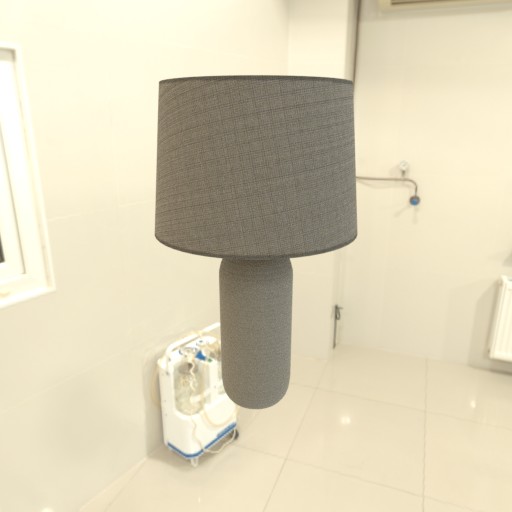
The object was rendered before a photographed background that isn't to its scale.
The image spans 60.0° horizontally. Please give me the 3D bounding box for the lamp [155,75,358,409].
[{"bbox_3d":[0.000,0.000,0.836,0.367,0.609,0.367,0,18,0],"label":"lamp"}]
